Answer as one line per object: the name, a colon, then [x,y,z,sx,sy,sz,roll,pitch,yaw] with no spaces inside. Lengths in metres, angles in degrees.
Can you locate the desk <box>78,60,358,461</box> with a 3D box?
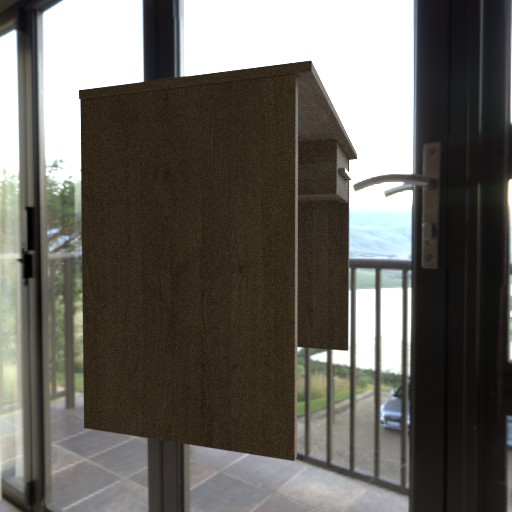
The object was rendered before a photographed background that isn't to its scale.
desk: [0.000,0.000,1.294,0.498,0.724,0.893,1,2,18]
